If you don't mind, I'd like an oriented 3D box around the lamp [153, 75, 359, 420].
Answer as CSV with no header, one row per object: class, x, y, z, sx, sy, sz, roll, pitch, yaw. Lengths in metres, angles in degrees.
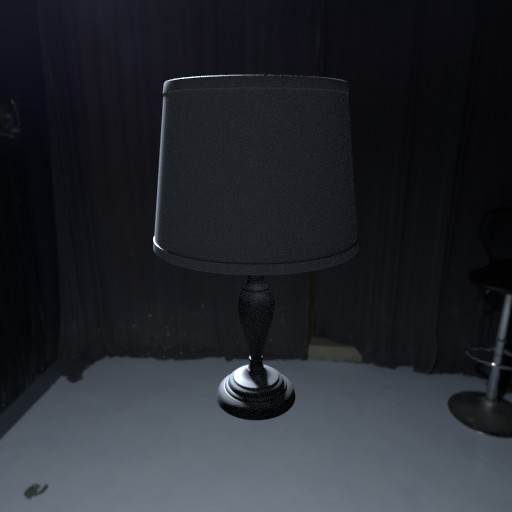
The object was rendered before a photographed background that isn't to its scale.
lamp,0.000,0.000,0.691,0.310,0.501,0.310,0,17,0
